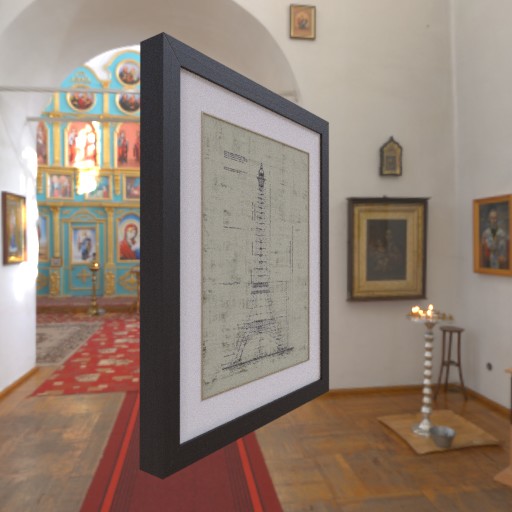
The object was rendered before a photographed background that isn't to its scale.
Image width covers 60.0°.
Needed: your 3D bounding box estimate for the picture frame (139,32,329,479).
[{"bbox_3d":[0.000,0.000,0.745,0.044,0.555,0.452,0,0,36],"label":"picture frame"}]
